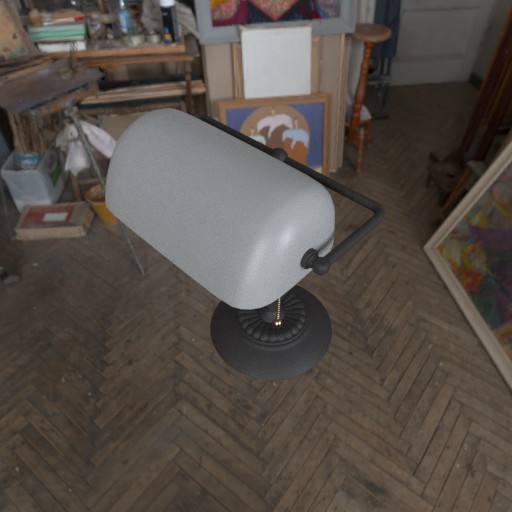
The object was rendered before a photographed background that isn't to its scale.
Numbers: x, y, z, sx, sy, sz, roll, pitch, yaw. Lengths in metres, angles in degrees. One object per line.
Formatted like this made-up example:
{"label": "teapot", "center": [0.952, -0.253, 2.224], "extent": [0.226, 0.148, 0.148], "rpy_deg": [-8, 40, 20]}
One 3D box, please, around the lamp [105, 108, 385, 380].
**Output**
{"label": "lamp", "center": [0.000, 0.000, 0.518], "extent": [0.264, 0.339, 0.243], "rpy_deg": [34, 55, 29]}
